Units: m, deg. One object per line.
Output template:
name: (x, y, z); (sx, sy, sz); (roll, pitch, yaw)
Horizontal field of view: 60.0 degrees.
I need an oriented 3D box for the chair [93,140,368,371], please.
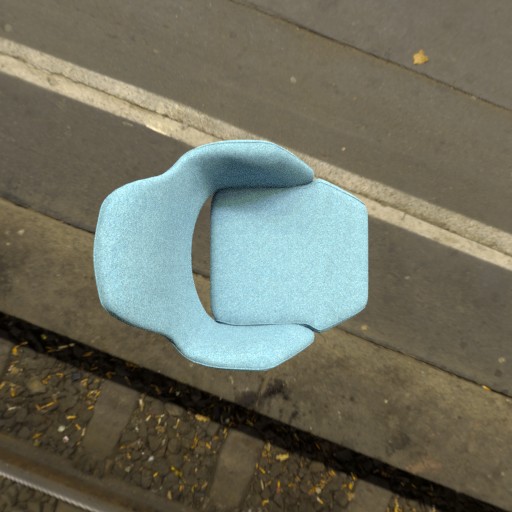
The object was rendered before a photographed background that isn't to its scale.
chair: (0.000, 0.000, 1.347); (0.666, 0.920, 0.589); (0, 89, 0)
